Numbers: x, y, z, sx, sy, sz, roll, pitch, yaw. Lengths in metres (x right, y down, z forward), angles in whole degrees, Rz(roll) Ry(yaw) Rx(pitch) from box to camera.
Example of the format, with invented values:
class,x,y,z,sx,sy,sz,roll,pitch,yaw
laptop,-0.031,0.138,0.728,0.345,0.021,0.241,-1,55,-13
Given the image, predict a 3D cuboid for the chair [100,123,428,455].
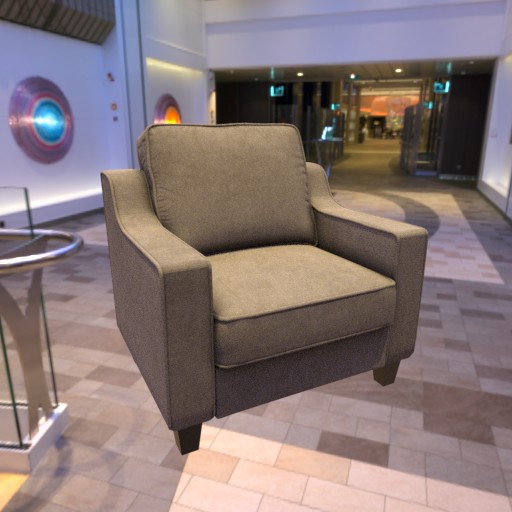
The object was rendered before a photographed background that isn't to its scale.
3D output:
class,x,y,z,sx,sy,sz,roll,pitch,yaw
chair,0.000,0.000,1.639,0.926,0.944,0.840,-8,18,-26
